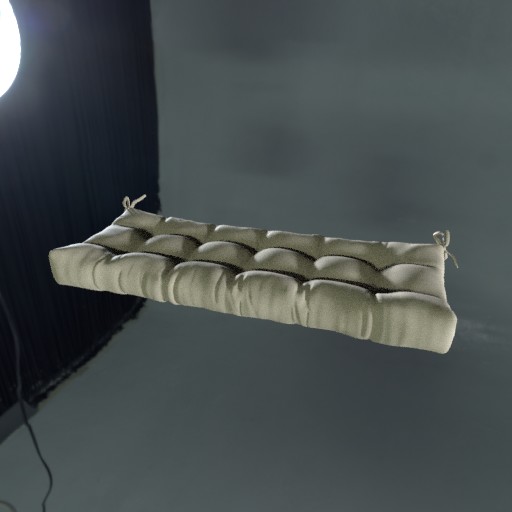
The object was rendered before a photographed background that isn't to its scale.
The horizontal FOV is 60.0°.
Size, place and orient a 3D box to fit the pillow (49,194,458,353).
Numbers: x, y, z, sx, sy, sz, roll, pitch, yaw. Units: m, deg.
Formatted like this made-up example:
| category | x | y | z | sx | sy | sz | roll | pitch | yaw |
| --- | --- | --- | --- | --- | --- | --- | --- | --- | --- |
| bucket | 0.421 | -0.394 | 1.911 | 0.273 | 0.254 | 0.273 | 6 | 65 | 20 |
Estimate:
| category | x | y | z | sx | sy | sz | roll | pitch | yaw |
| --- | --- | --- | --- | --- | --- | --- | --- | --- | --- |
| pillow | 0.000 | 0.000 | 1.365 | 1.194 | 0.174 | 0.511 | 8 | 27 | 16 |
